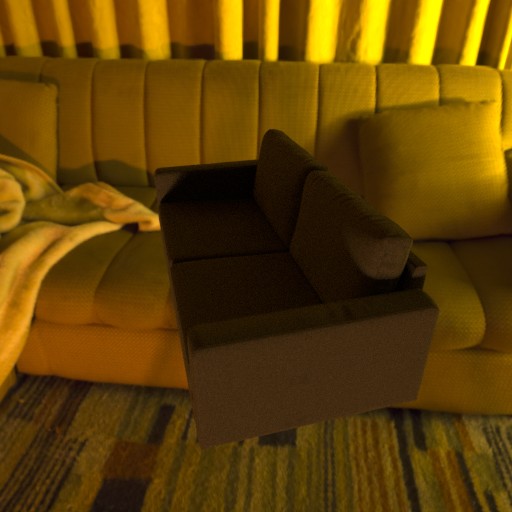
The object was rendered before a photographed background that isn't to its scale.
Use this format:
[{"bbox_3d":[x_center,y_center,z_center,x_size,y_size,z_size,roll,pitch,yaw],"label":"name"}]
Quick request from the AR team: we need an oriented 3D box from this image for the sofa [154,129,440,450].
[{"bbox_3d":[0.000,0.000,2.269,0.889,0.897,1.730,-8,31,-13],"label":"sofa"}]
